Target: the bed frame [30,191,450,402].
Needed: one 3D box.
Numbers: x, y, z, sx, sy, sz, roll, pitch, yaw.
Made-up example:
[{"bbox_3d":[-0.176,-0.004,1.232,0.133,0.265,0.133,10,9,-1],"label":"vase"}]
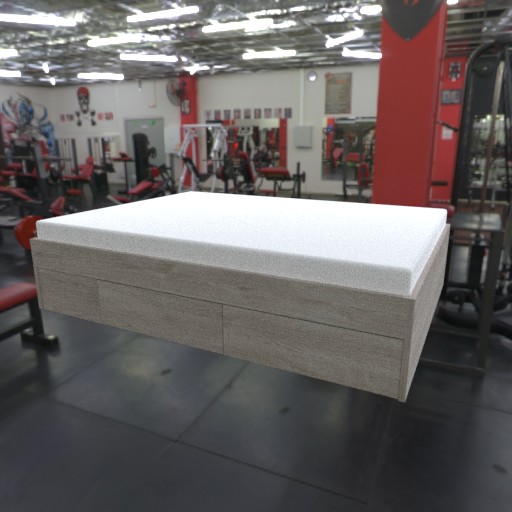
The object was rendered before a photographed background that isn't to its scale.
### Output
[{"bbox_3d":[0.000,0.000,2.573,1.944,0.490,1.448,8,17,26],"label":"bed frame"}]
